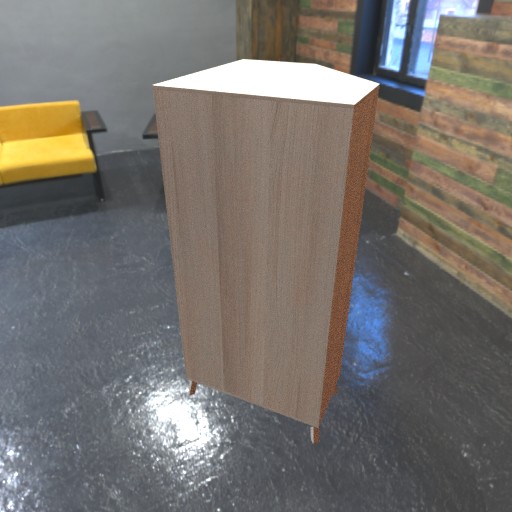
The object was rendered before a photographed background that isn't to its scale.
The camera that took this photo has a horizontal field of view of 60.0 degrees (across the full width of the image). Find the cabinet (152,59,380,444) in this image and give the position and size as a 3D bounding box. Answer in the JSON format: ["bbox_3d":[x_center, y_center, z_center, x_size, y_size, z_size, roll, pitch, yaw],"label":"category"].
[{"bbox_3d":[0.000,0.000,2.596,0.969,1.957,1.272,-11,33,-17],"label":"cabinet"}]
